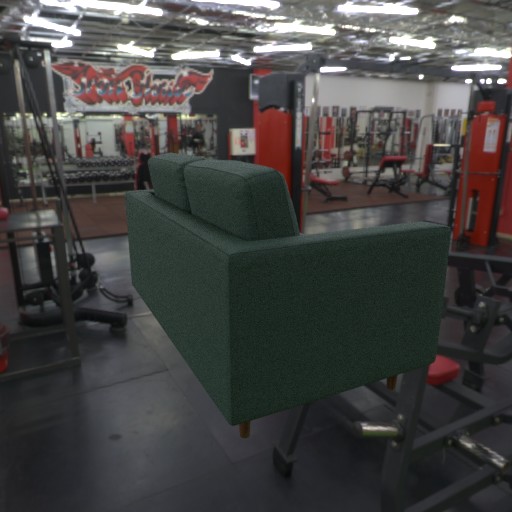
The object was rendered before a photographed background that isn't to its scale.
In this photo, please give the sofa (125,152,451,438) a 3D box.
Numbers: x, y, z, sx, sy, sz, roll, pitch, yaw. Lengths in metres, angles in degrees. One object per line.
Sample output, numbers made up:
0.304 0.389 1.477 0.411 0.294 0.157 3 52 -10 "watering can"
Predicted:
0.000 0.000 2.029 0.879 0.899 1.430 -8 17 -25 "sofa"
